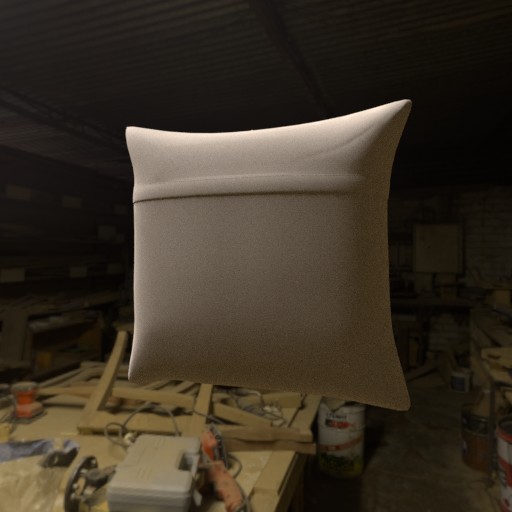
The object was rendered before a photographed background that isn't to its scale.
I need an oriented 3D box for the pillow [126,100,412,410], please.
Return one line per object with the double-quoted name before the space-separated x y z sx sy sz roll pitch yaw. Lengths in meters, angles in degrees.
"pillow" 0.000 0.000 0.757 0.501 0.477 0.192 0 1 18
